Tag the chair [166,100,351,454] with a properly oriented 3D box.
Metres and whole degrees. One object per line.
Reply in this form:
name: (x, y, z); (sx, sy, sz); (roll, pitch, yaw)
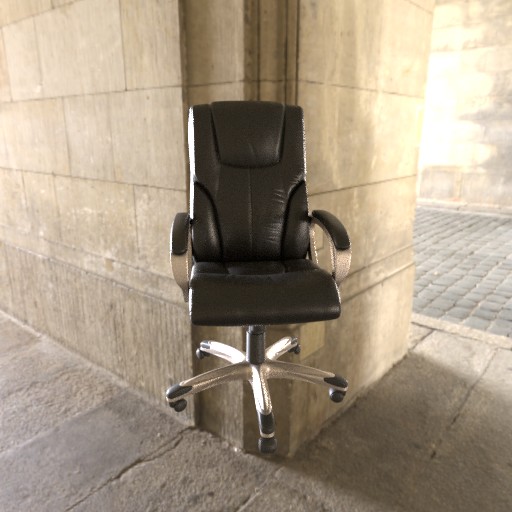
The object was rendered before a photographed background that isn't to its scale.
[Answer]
chair: (0.000, 0.000, 1.666); (0.700, 1.145, 0.780); (-2, 16, -6)
